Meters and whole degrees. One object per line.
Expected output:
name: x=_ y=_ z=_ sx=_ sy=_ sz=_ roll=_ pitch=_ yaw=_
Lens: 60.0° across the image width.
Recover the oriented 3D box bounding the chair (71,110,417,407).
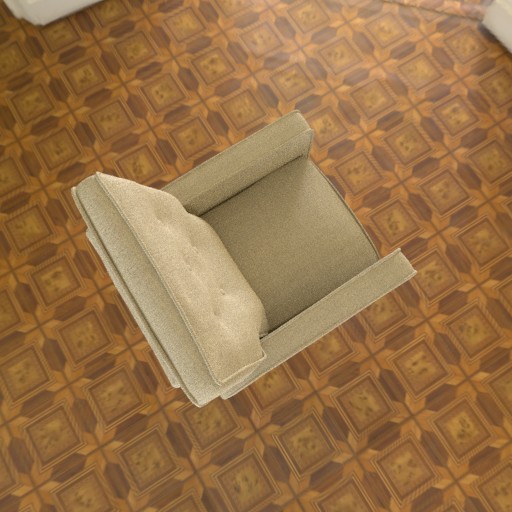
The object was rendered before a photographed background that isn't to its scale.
chair: x=0.000 y=0.000 z=1.423 sx=0.754 sy=0.888 sz=0.648 roll=-32 pitch=78 yaw=-7
